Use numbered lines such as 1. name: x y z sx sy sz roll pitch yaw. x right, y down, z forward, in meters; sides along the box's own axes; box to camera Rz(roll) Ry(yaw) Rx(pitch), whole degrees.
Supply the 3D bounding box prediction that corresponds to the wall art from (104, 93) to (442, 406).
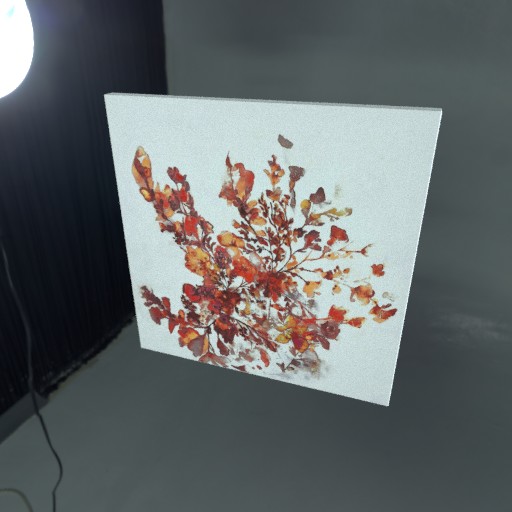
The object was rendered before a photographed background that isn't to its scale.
1. wall art: 0.000 0.000 1.511 1.009 1.009 0.049 9 28 17
